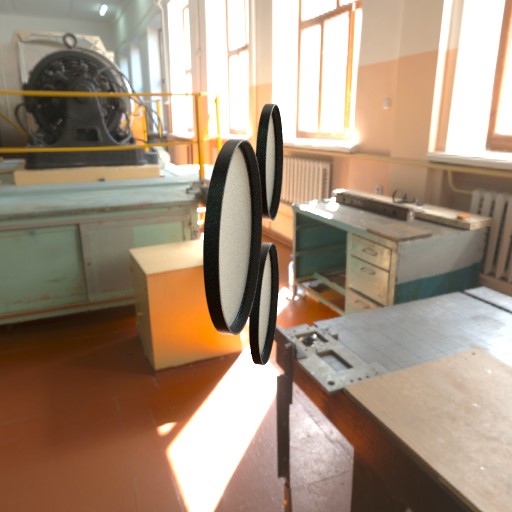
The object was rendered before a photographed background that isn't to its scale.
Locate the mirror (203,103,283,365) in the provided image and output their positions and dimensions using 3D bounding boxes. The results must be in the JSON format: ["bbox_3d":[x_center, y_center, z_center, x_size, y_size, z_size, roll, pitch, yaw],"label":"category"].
[{"bbox_3d":[0.000,0.000,3.158,0.076,2.096,2.160,3,17,11],"label":"mirror"}]
